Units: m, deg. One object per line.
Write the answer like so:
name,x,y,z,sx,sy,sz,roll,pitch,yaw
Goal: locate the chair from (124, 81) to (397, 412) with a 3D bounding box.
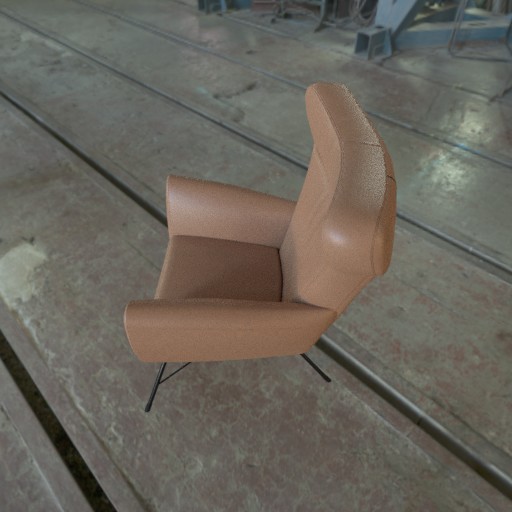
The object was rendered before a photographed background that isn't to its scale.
chair,0.000,0.000,1.747,0.900,1.050,0.980,1,42,1
